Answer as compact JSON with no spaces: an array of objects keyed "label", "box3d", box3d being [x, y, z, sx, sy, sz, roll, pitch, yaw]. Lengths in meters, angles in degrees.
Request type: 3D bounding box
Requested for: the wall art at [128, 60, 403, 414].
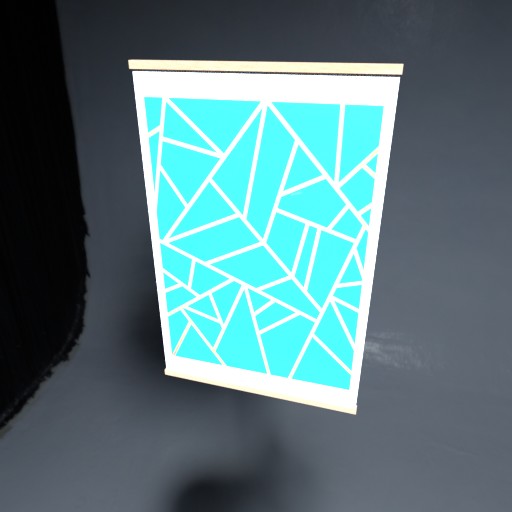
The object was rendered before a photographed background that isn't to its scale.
[{"label":"wall art","box3d":[0.000,0.000,1.892,0.990,1.519,0.030,7,27,15]}]
